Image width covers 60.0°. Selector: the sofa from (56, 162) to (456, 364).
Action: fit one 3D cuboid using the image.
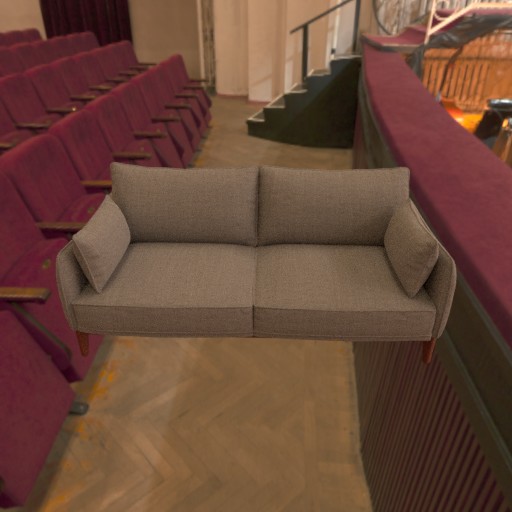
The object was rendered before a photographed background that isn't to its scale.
[{"bbox_3d":[0.000,0.000,2.551,1.989,0.851,0.972,1,30,2],"label":"sofa"}]
